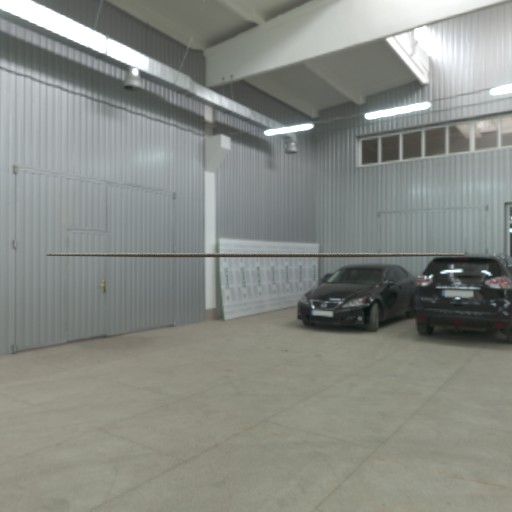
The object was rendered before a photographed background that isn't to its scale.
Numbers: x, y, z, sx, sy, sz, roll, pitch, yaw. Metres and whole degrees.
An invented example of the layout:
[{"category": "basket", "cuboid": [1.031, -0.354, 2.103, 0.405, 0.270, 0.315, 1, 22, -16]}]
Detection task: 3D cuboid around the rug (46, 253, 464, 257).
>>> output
[{"category": "rug", "cuboid": [0.000, 0.000, 4.098, 2.441, 0.016, 3.050, 0, 0, 0]}]
